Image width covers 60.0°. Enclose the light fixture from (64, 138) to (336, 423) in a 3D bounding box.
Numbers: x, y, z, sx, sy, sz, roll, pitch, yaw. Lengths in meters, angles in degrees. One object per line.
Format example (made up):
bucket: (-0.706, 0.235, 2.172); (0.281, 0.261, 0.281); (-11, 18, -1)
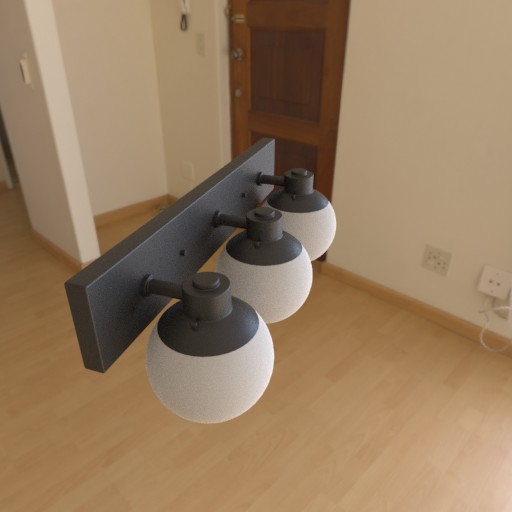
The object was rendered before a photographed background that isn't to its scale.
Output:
light fixture: (0.000, 0.000, 0.841); (0.218, 0.263, 0.721); (10, 30, 17)
